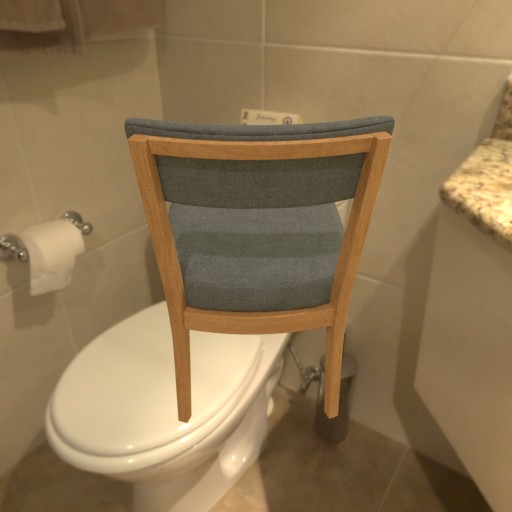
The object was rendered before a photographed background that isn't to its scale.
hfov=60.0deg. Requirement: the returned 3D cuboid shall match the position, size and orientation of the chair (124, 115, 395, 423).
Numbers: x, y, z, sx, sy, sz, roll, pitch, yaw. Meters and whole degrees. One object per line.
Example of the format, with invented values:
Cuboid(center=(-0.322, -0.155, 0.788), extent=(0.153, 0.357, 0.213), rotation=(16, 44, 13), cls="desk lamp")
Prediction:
Cuboid(center=(0.000, 0.000, 1.181), extent=(0.508, 0.832, 0.572), rotation=(-1, 31, -2), cls="chair")
